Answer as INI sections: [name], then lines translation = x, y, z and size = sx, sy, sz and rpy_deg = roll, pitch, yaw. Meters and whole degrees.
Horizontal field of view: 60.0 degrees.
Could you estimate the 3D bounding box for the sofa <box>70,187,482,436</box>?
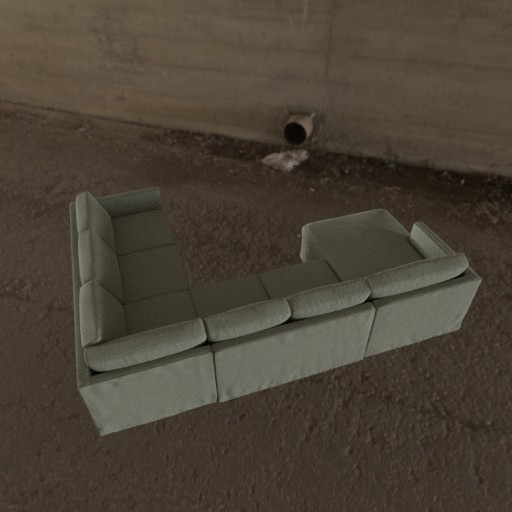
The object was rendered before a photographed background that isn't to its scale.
[sofa]
translation = 0.000, 0.000, 4.497
size = 3.434, 0.869, 2.440
rpy_deg = -13, 43, -14
